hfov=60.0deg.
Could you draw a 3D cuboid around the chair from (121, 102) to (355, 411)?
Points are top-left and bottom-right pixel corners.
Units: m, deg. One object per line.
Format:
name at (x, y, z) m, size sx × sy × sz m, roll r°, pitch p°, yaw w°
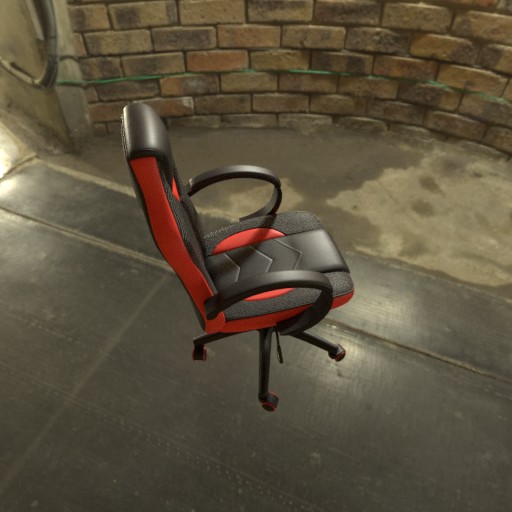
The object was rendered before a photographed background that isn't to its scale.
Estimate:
chair at (0.000, 0.000, 1.415) m, size 0.642 × 1.016 × 0.600 m, roll -11°, pitch 48°, yaw -10°
